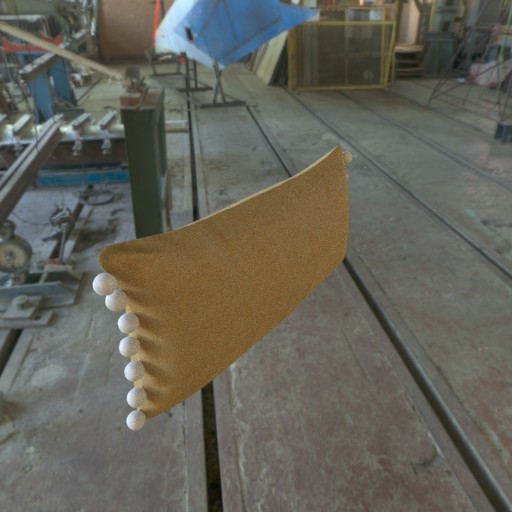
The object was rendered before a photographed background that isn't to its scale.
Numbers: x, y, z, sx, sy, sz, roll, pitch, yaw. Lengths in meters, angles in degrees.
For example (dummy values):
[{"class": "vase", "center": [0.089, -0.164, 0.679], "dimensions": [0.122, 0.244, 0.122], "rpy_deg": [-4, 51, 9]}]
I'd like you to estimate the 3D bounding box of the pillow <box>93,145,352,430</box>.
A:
[{"class": "pillow", "center": [0.000, 0.000, 0.861], "dimensions": [0.201, 0.322, 0.709], "rpy_deg": [20, 35, 31]}]
